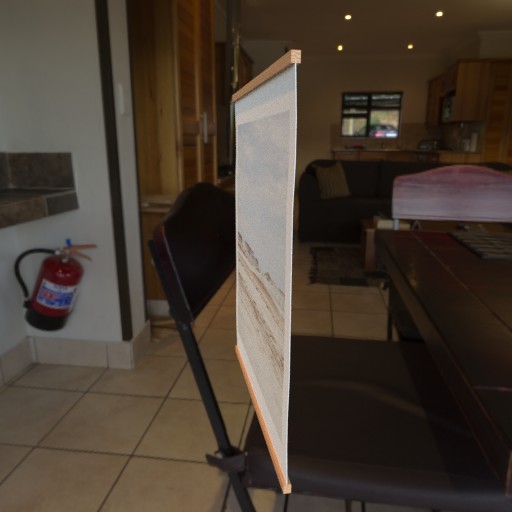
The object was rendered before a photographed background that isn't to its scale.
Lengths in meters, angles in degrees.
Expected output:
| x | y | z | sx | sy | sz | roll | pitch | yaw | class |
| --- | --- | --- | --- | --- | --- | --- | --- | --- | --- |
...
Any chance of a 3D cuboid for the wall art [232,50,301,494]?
| x | y | z | sx | sy | sz | roll | pitch | yaw | class |
| --- | --- | --- | --- | --- | --- | --- | --- | --- | --- |
| 0.000 | 0.000 | 0.680 | 0.010 | 0.507 | 0.404 | -3 | 14 | -11 | wall art |
